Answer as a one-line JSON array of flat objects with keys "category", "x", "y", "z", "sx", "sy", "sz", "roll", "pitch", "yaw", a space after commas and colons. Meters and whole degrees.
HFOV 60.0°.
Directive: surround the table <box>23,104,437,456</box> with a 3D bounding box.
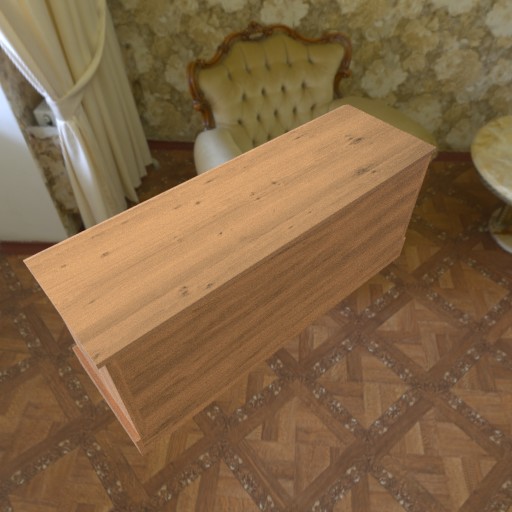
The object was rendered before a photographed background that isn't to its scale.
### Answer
[{"category": "table", "x": 0.000, "y": 0.000, "z": 1.452, "sx": 1.200, "sy": 0.510, "sz": 0.400, "roll": -32, "pitch": 54, "yaw": -27}]
